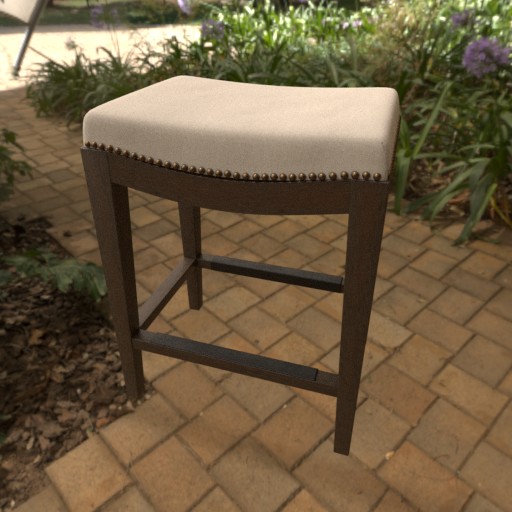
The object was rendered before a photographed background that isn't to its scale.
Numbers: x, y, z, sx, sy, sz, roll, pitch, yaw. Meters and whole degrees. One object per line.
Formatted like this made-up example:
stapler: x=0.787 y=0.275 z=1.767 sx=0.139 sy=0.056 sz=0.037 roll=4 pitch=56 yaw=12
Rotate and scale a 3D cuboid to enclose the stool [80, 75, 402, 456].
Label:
stool: x=0.000 y=0.000 z=0.925 sx=0.500 sy=0.642 sz=0.361 roll=10 pitch=33 yaw=15
